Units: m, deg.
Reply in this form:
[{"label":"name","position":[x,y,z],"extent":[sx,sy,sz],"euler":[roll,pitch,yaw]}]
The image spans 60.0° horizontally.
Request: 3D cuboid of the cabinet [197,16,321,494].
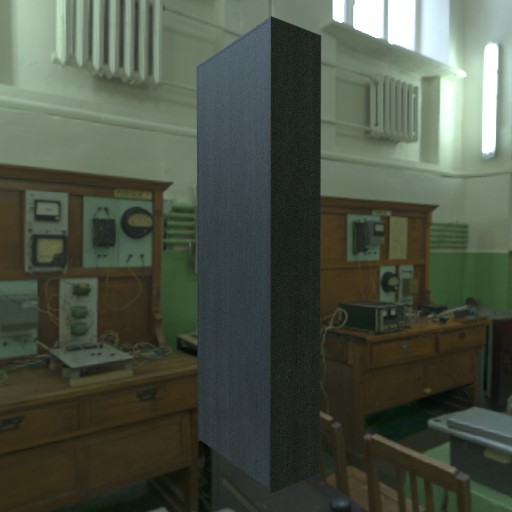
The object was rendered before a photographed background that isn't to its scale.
[{"label":"cabinet","position":[0.000,0.000,1.796],"extent":[0.255,1.630,0.520],"euler":[-1,2,-36]}]
